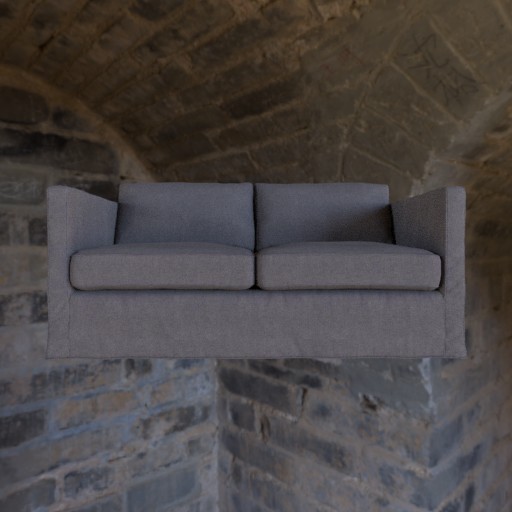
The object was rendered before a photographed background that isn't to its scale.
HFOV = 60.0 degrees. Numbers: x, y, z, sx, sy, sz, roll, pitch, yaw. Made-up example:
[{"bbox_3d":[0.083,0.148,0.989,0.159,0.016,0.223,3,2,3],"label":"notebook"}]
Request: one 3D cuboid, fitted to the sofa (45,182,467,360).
[{"bbox_3d":[0.000,0.000,2.314,1.802,0.854,0.974,0,1,-1],"label":"sofa"}]
